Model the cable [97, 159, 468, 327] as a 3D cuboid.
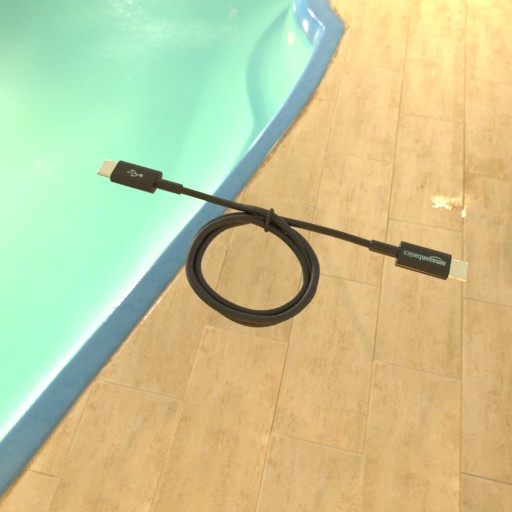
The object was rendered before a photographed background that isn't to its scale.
[{"bbox_3d":[0.000,0.000,0.221,0.203,0.014,0.070,17,63,9],"label":"cable"}]
